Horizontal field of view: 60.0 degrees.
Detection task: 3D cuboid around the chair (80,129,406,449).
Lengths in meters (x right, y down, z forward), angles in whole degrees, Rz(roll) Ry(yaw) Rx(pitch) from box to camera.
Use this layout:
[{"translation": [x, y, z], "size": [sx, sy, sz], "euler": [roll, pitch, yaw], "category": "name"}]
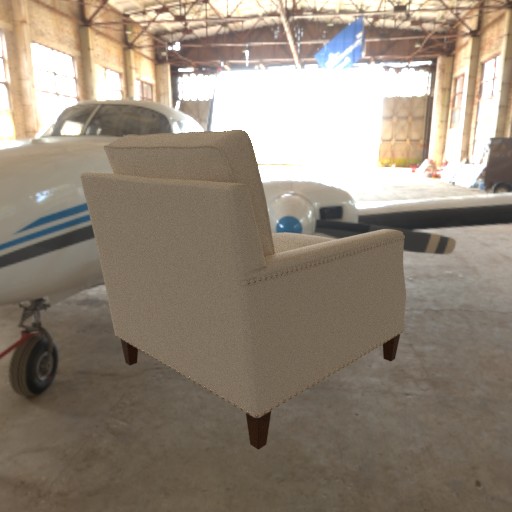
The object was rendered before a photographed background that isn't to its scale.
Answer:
[{"translation": [0.000, 0.000, 1.780], "size": [0.853, 0.943, 1.014], "euler": [13, 19, 43], "category": "chair"}]
